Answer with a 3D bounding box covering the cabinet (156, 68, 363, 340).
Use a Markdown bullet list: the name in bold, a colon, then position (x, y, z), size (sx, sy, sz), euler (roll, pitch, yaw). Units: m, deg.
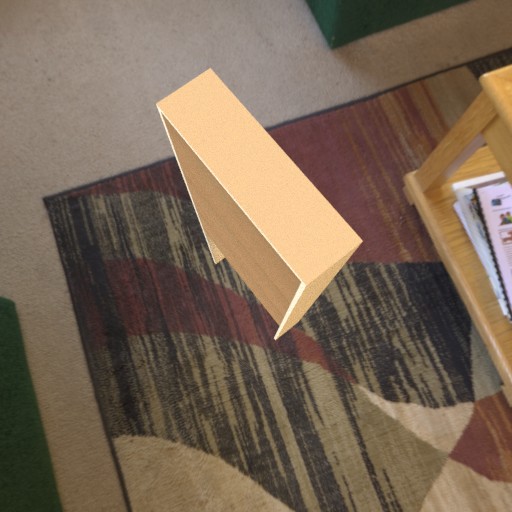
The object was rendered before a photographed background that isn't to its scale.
- **cabinet**: position (0.000, 0.000, 2.017), size (0.192, 1.770, 0.643), euler (-37, 78, -9)
